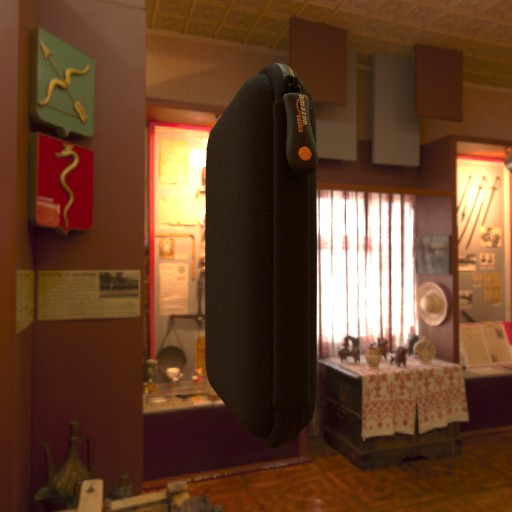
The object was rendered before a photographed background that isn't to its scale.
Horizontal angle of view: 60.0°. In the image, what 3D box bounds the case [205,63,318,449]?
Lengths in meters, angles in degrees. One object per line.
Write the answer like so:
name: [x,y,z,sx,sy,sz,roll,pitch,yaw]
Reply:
case: [0.000,0.000,0.193,0.030,0.147,0.107,0,-1,-17]
